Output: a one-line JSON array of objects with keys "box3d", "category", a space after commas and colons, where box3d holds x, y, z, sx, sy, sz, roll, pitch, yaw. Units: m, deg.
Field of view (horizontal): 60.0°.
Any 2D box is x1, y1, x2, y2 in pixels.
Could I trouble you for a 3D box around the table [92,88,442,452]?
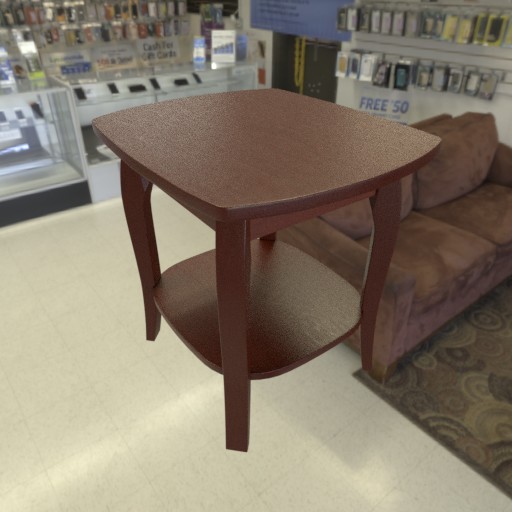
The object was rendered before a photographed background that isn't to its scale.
[{"box3d": [0.000, 0.000, 0.855, 0.433, 0.496, 0.502, -21, 39, -29], "category": "table"}]
